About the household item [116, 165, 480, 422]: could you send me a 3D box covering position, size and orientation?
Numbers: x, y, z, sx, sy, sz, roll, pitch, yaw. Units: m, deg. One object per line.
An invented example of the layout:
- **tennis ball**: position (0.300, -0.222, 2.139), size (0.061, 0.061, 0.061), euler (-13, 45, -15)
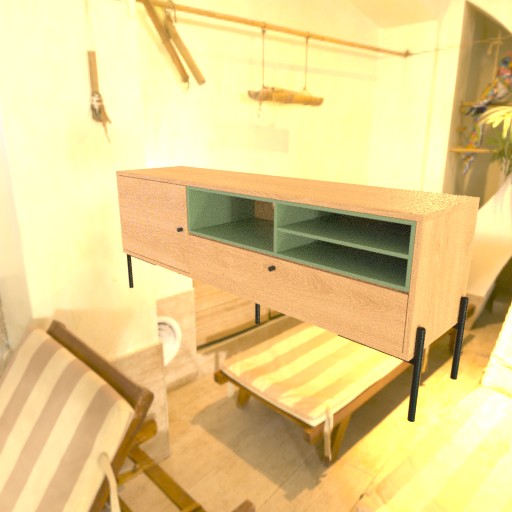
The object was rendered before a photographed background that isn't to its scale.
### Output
- **household item**: position (0.000, 0.000, 1.795), size (1.550, 0.600, 0.400), euler (16, 23, 42)
